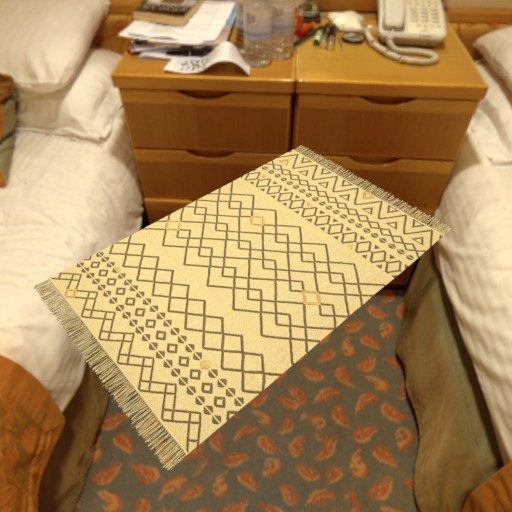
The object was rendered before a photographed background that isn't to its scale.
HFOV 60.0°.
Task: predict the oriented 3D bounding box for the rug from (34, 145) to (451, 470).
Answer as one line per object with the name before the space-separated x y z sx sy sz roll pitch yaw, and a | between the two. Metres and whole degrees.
rug | 0.000 0.000 2.983 2.472 0.035 1.495 -33 54 -28
